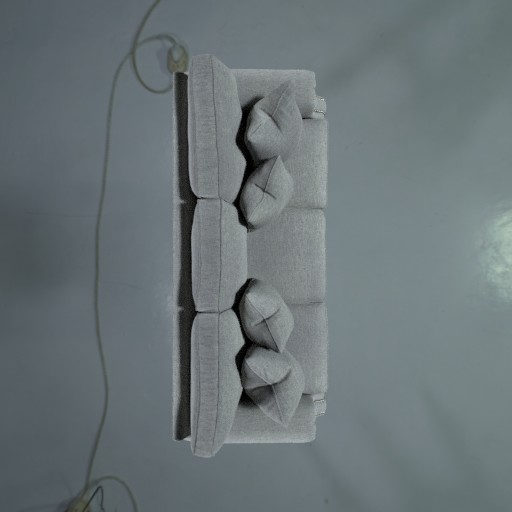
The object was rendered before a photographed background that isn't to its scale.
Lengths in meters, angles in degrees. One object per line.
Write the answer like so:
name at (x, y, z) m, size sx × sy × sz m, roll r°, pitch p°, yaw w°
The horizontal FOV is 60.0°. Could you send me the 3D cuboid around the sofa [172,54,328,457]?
sofa at (0.000, 0.000, 2.836) m, size 0.965 × 0.975 × 2.312 m, roll 0°, pitch 90°, yaw 0°
